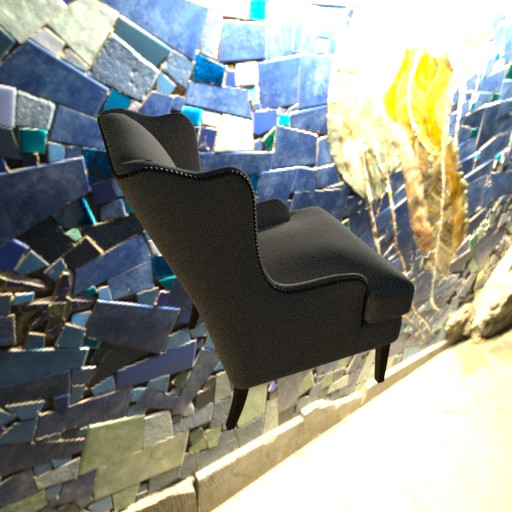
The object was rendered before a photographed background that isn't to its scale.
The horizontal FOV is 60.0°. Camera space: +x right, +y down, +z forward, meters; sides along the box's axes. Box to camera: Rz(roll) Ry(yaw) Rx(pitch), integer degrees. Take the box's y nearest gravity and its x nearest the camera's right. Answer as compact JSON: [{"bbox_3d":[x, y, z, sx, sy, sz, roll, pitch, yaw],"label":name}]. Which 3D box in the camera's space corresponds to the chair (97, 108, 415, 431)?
[{"bbox_3d":[0.000,0.000,1.661,0.940,1.029,0.737,-11,32,-18],"label":"chair"}]
